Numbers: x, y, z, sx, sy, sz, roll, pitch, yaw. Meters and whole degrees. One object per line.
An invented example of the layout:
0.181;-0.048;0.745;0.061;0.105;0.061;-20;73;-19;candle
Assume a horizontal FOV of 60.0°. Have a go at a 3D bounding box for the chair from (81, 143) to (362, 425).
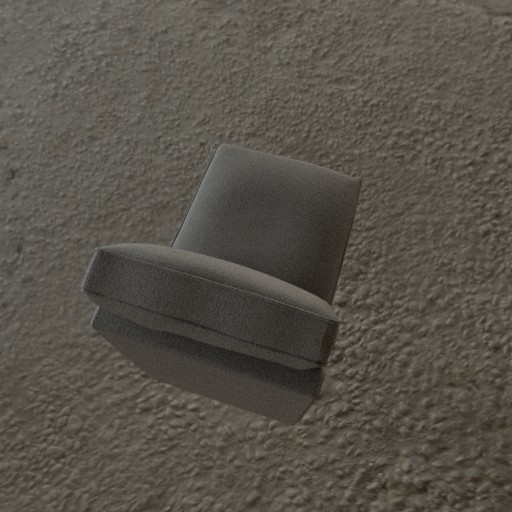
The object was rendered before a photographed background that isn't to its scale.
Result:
0.000;0.000;1.569;0.621;0.970;0.938;16;65;8;chair
